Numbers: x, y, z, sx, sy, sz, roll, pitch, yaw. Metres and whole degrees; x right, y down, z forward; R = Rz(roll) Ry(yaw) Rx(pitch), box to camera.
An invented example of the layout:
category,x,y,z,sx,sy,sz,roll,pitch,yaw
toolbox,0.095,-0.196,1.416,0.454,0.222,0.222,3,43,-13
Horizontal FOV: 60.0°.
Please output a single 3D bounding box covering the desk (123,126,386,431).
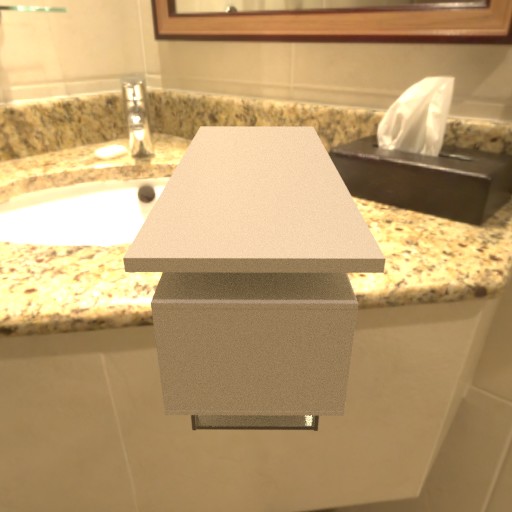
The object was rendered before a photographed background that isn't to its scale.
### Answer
category,x,y,z,sx,sy,sz,roll,pitch,yaw
desk,0.000,0.000,1.871,0.603,0.773,1.530,0,27,0
